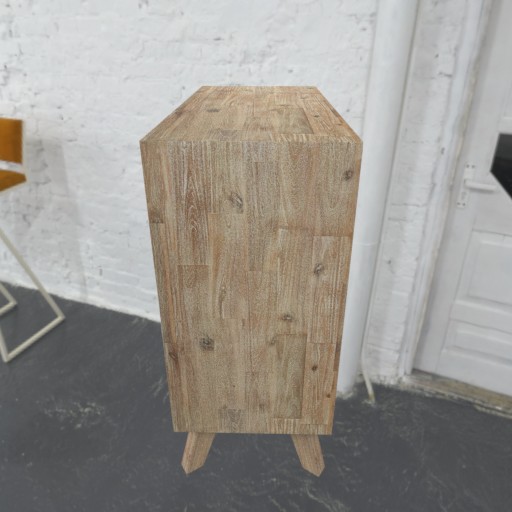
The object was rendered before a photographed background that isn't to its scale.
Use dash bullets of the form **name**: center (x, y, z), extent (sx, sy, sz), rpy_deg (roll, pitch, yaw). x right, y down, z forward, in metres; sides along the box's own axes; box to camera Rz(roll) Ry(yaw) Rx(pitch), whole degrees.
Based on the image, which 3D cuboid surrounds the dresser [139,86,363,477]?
- **dresser**: center (0.000, 0.000, 1.574), extent (0.455, 1.029, 0.998), rpy_deg (1, 27, 1)
